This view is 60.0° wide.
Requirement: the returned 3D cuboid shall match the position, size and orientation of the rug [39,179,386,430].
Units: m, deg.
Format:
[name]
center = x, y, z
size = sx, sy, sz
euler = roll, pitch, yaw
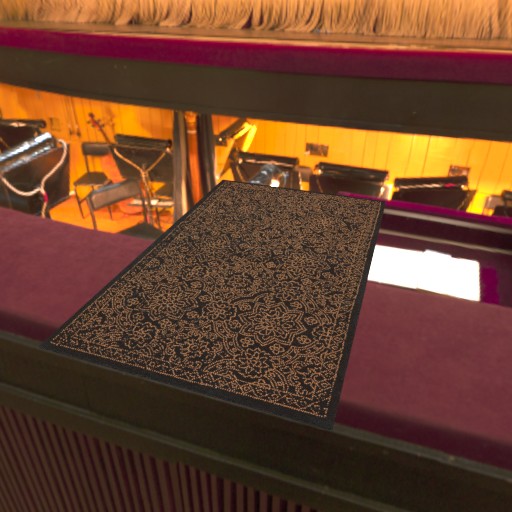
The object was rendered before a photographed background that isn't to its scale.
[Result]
[rug]
center = 0.000, 0.000, 3.055
size = 1.526, 0.015, 2.441
euler = 10, 33, 16
